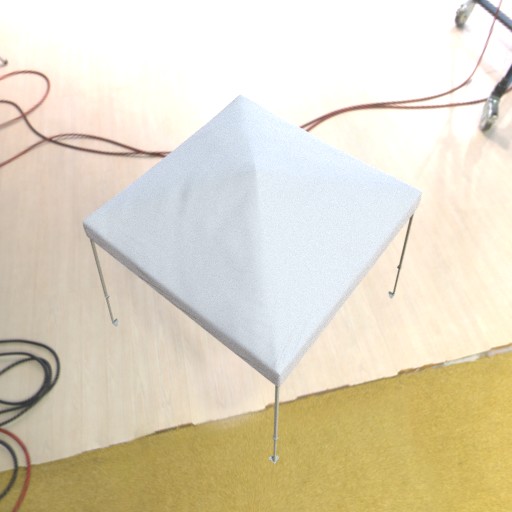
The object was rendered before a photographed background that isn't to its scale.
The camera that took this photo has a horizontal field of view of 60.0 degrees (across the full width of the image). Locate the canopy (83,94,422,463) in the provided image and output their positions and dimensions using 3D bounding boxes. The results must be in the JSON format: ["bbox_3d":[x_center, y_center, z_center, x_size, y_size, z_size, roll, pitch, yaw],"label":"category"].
[{"bbox_3d":[0.000,0.000,5.060,2.849,2.850,2.850,34,64,19],"label":"canopy"}]
